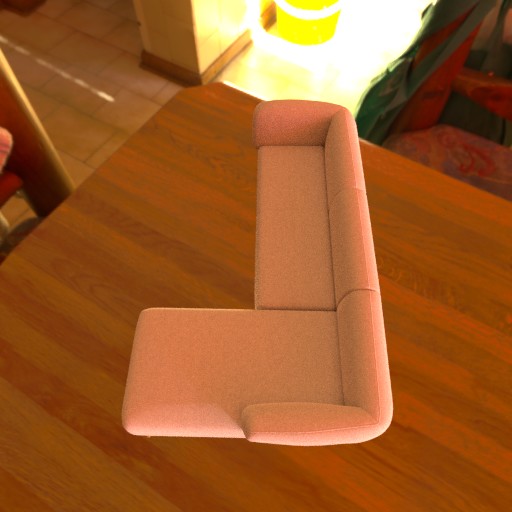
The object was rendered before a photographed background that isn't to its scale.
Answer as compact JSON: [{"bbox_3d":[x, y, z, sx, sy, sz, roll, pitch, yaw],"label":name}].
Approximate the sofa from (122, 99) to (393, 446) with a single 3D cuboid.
[{"bbox_3d":[0.000,0.000,3.300,1.610,0.730,2.660,1,59,1],"label":"sofa"}]
